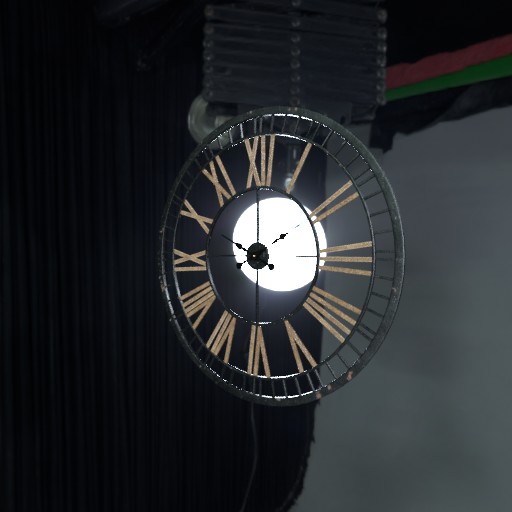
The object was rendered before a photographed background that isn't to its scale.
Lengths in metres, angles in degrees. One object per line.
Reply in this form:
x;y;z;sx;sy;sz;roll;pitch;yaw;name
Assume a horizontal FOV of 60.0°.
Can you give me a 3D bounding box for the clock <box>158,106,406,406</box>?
0.000;0.000;1.266;0.843;0.843;0.025;0;0;37;clock
